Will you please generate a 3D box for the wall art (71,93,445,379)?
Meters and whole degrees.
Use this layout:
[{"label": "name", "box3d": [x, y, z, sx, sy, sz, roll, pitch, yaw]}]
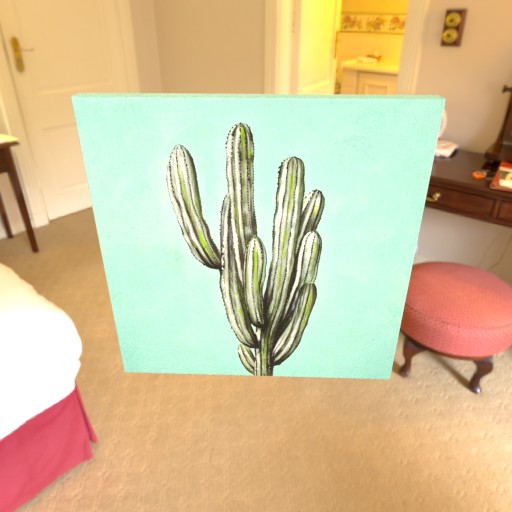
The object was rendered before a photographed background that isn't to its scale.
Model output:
[{"label": "wall art", "box3d": [0.000, 0.000, 0.874, 0.603, 0.603, 0.036, 1, 29, 2]}]
